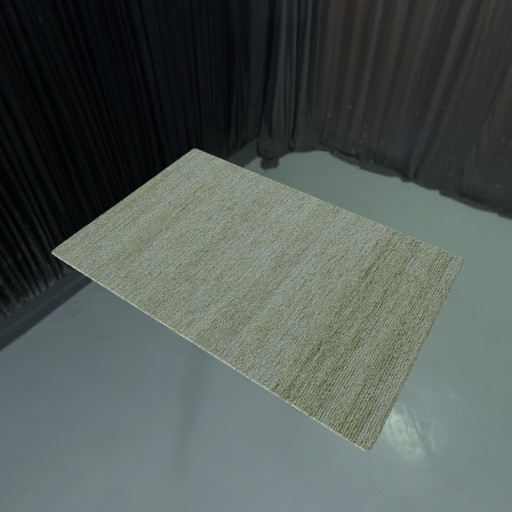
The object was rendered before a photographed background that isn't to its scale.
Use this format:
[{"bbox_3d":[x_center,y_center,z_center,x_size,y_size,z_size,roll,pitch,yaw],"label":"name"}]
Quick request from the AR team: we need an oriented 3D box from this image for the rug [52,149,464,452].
[{"bbox_3d":[0.000,0.000,2.235,1.758,0.010,1.143,26,52,23],"label":"rug"}]
